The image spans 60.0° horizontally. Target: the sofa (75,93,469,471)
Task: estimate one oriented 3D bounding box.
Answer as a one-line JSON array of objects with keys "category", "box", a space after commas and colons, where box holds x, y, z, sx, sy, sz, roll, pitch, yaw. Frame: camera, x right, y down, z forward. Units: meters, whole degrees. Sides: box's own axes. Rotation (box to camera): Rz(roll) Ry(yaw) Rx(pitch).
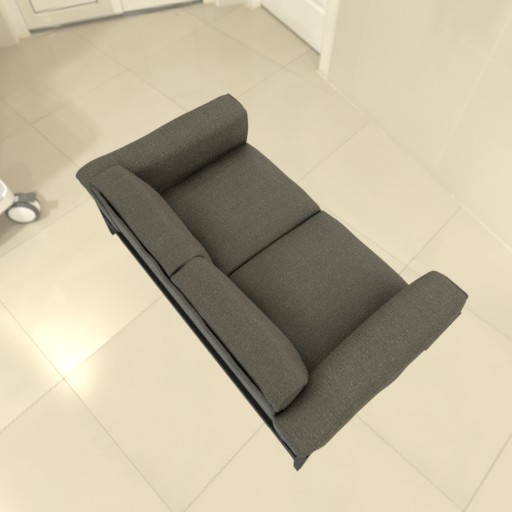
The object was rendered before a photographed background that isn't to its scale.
[{"category": "sofa", "box": [0.000, 0.000, 2.179, 0.960, 0.656, 1.690, -35, 64, -19]}]
